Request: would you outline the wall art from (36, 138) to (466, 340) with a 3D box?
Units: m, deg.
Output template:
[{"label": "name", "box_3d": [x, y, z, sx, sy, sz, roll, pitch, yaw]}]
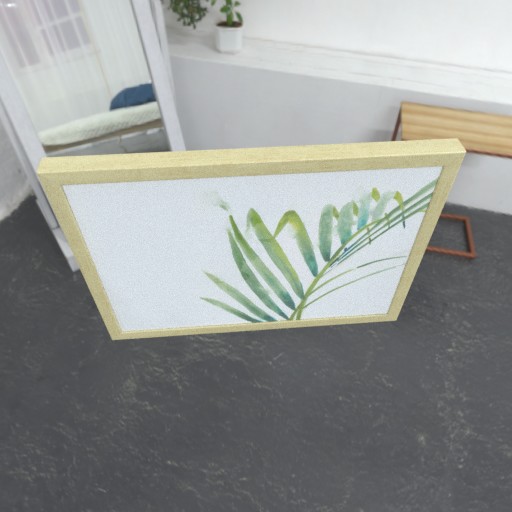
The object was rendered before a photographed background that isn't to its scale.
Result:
[{"label": "wall art", "box_3d": [0.000, 0.000, 0.698, 0.533, 0.381, 0.032, -3, 48, -3]}]
